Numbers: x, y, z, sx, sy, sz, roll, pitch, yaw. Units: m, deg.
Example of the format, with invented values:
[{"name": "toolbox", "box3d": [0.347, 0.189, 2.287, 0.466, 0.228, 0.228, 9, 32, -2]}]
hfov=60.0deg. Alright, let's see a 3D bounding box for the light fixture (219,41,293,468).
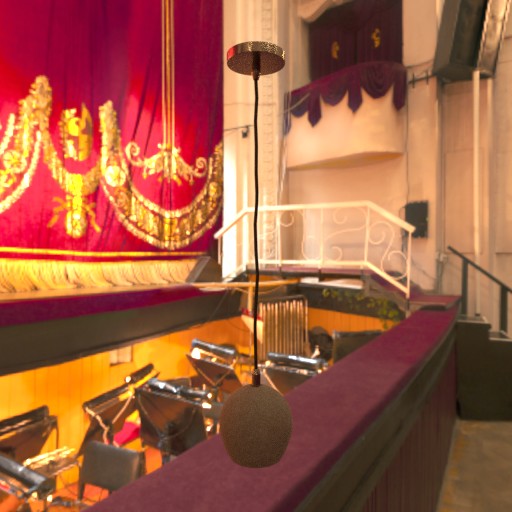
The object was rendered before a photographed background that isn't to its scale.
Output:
[{"name": "light fixture", "box3d": [0.000, 0.000, 0.844, 0.139, 0.764, 0.139, 0, 1, 35]}]
